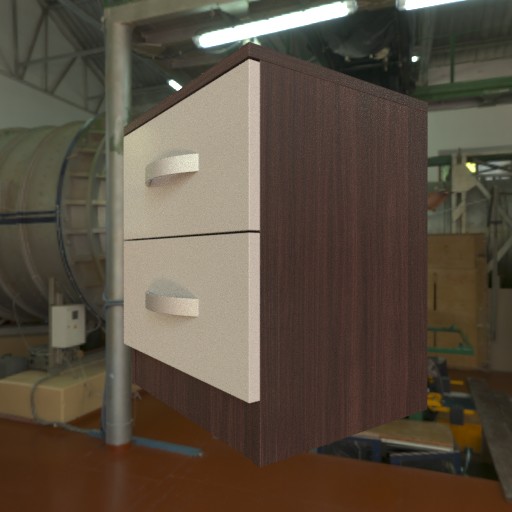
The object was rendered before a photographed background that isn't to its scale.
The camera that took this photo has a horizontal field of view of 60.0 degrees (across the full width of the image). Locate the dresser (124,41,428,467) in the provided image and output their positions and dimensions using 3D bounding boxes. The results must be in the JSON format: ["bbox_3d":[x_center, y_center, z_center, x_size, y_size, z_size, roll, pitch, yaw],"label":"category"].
[{"bbox_3d":[0.000,0.000,0.736,0.360,0.470,0.400,0,0,-36],"label":"dresser"}]
